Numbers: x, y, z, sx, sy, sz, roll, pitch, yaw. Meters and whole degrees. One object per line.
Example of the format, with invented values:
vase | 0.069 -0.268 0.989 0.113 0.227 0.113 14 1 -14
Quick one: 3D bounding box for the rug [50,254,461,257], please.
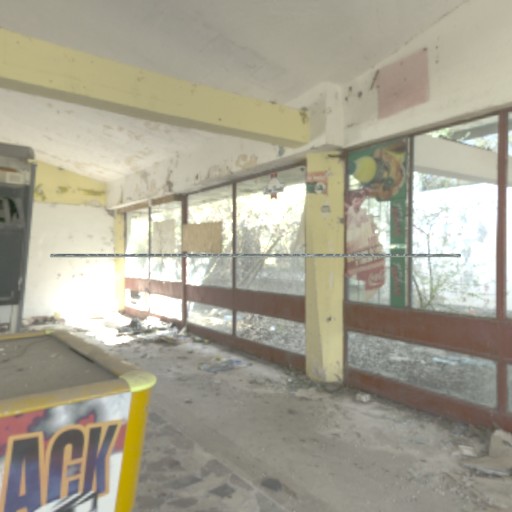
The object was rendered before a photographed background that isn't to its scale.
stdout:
rug | 0.000 0.000 4.146 2.456 0.021 3.042 0 0 0
